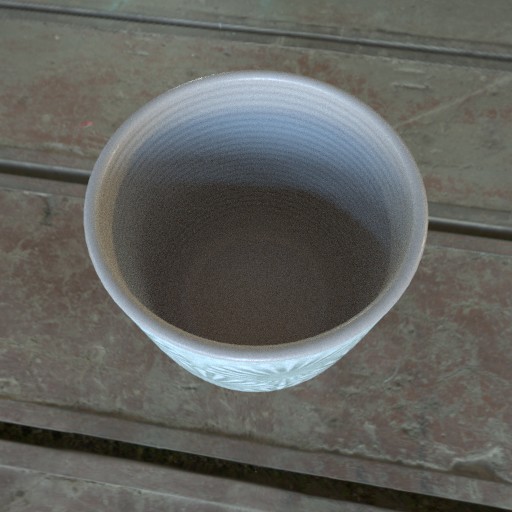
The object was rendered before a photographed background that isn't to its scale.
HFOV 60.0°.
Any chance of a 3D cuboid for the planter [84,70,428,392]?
[{"bbox_3d":[0.000,0.000,0.209,0.124,0.109,0.124,0,64,0],"label":"planter"}]
